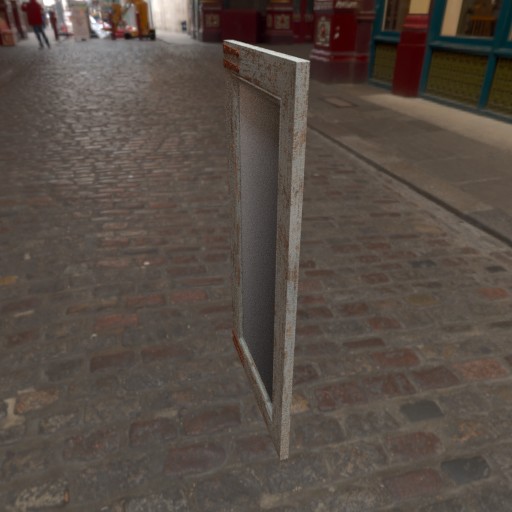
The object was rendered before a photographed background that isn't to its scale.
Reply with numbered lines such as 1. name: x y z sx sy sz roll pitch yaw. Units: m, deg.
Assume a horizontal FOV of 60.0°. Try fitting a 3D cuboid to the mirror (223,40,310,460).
1. mirror: 0.000 0.000 1.084 0.027 0.922 0.472 -9 31 -15
